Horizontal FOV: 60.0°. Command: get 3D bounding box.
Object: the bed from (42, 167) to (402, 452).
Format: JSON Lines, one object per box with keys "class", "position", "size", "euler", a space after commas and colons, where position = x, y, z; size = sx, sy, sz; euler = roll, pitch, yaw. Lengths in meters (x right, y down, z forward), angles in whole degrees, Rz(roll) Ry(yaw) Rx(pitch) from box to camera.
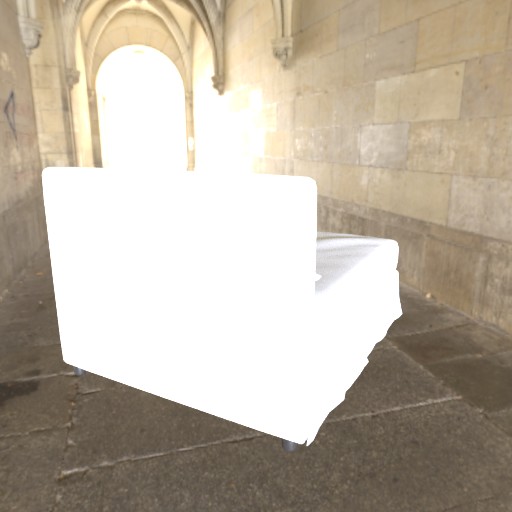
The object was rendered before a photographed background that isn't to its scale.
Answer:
{"class": "bed", "position": [0.000, 0.000, 3.216], "size": [1.748, 1.330, 2.142], "euler": [8, 16, 28]}
